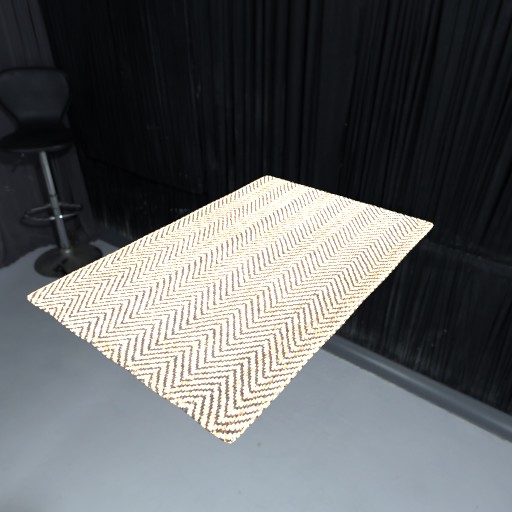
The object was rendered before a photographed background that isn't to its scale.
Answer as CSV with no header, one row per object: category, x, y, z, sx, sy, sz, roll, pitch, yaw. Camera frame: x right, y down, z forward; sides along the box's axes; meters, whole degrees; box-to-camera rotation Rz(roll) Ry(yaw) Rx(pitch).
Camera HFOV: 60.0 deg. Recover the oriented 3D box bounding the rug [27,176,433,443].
rug,0.000,0.000,2.286,1.219,0.008,1.828,23,39,31
